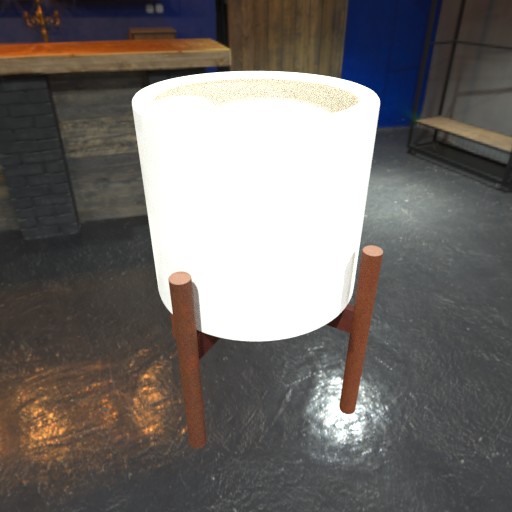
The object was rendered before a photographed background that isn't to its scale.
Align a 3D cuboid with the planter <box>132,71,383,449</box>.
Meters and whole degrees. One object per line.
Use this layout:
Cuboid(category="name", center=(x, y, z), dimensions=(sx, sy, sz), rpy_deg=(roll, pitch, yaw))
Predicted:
Cuboid(category="planter", center=(0.000, 0.000, 0.503), dimensions=(0.224, 0.358, 0.224), rpy_deg=(-8, 33, -12))
